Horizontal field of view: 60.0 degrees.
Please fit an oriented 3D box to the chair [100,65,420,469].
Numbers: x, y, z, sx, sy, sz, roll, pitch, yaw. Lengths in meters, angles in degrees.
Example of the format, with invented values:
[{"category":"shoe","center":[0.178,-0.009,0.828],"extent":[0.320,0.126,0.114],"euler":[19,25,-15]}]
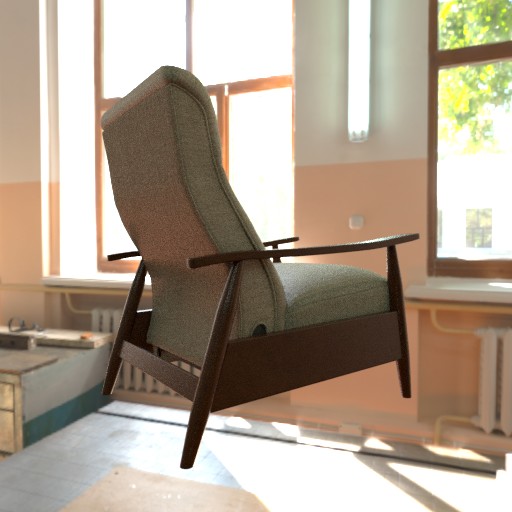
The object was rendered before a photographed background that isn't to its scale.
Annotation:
[{"category":"chair","center":[0.000,0.000,1.714],"extent":[1.014,1.082,0.762],"euler":[-1,2,-35]}]
